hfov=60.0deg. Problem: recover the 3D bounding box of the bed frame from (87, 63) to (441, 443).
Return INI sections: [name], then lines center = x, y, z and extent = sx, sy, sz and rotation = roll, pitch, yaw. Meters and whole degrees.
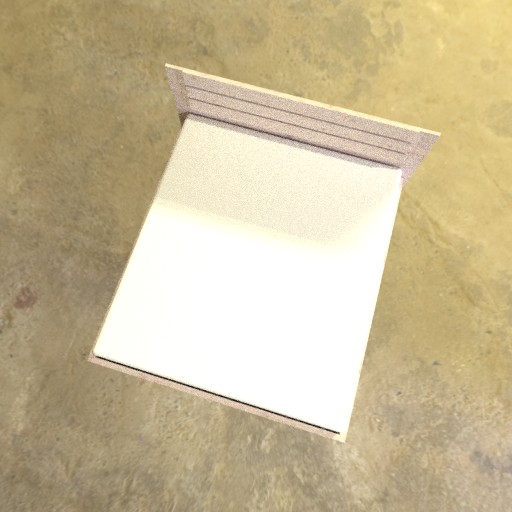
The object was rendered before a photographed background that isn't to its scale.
[bed frame]
center = 0.000, 0.000, 3.197
extent = 1.950, 0.970, 2.080
rotation = 16, 74, 5
